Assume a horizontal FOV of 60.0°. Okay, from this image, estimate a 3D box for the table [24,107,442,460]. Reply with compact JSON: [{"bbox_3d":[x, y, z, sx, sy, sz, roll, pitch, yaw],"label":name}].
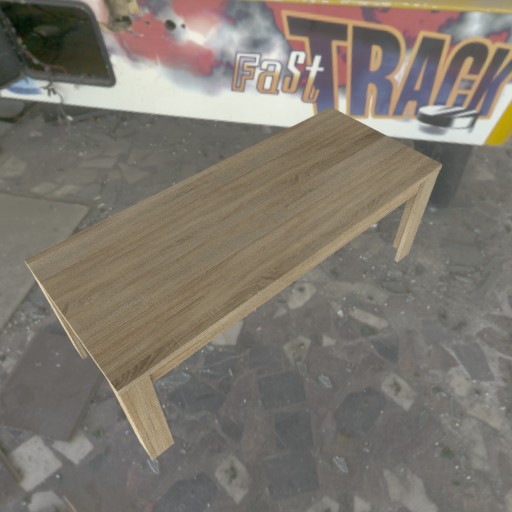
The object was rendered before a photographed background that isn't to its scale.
[{"bbox_3d":[0.000,0.000,2.698,2.200,0.790,0.900,-33,55,-26],"label":"table"}]
